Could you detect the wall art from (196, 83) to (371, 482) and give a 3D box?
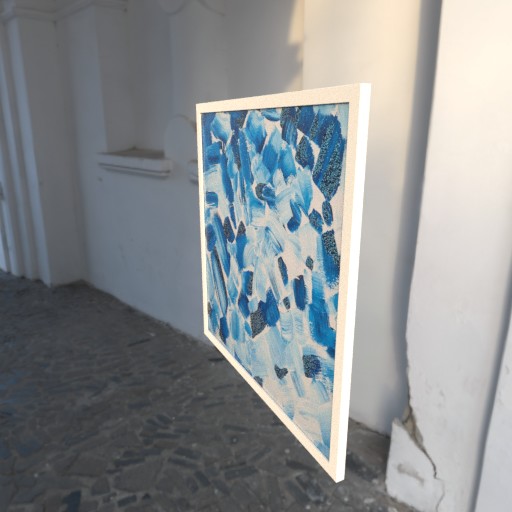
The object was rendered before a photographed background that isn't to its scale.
[{"bbox_3d":[0.000,0.000,0.676,0.012,0.457,0.457,-8,18,-26],"label":"wall art"}]
